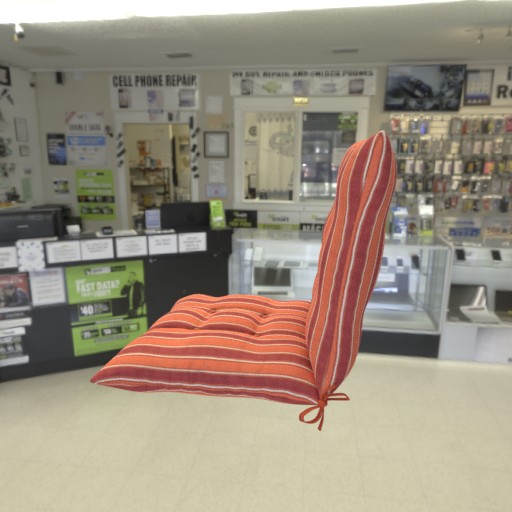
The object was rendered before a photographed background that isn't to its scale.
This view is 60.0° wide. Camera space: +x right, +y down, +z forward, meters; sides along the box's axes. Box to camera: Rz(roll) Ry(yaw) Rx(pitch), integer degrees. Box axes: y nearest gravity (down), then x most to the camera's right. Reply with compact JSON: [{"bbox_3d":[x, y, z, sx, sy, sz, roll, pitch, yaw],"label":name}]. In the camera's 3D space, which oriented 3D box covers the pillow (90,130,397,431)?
[{"bbox_3d":[0.000,0.000,1.026,0.585,0.536,0.541,2,14,10],"label":"pillow"}]
